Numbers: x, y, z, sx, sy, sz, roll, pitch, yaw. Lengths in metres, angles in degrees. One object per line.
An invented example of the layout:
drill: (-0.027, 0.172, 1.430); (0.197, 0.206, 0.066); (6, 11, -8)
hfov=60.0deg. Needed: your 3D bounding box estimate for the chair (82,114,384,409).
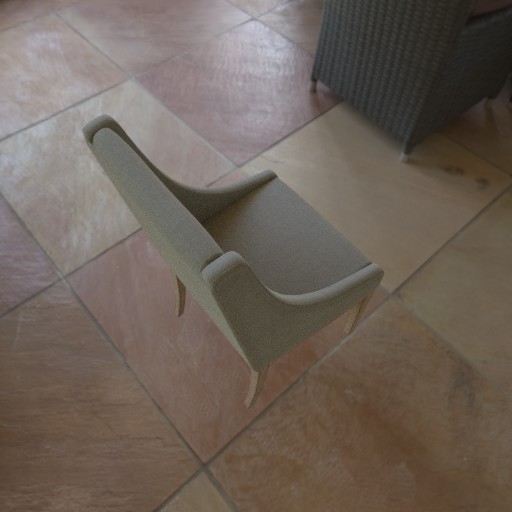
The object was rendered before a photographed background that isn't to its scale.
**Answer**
chair: (0.000, 0.000, 1.407); (0.611, 1.021, 0.575); (-33, 63, -20)
